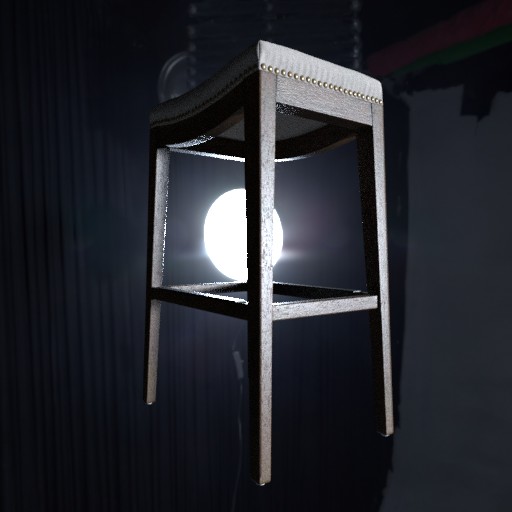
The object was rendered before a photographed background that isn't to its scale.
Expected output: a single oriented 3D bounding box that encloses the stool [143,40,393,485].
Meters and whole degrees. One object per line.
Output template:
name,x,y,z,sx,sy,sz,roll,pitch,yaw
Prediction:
stool,0.000,0.000,1.038,0.356,0.762,0.508,-1,1,-36
